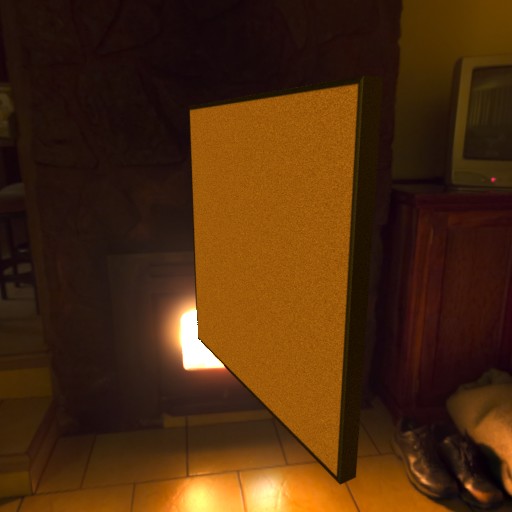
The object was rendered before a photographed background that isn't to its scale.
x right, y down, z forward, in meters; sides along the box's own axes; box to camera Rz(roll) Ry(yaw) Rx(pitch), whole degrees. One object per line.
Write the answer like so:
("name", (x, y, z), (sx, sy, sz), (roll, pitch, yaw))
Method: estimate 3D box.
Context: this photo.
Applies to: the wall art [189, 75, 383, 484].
("wall art", (0.000, 0.000, 0.750), (0.028, 0.511, 0.513), (-8, 17, -28))
